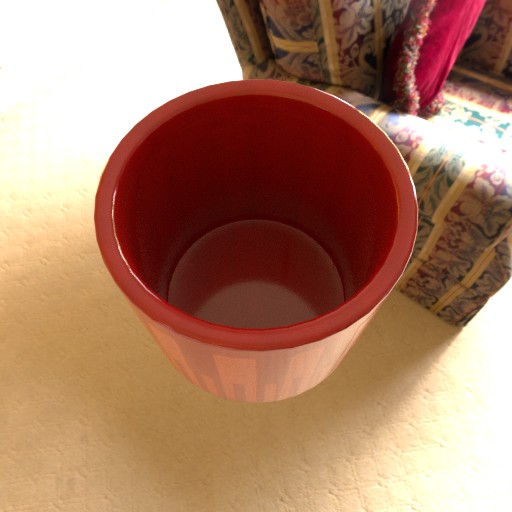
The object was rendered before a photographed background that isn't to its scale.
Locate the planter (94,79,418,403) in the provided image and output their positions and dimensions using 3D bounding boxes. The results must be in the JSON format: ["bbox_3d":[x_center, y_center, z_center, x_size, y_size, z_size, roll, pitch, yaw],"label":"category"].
[{"bbox_3d":[0.000,0.000,0.403,0.230,0.202,0.230,0,63,0],"label":"planter"}]
